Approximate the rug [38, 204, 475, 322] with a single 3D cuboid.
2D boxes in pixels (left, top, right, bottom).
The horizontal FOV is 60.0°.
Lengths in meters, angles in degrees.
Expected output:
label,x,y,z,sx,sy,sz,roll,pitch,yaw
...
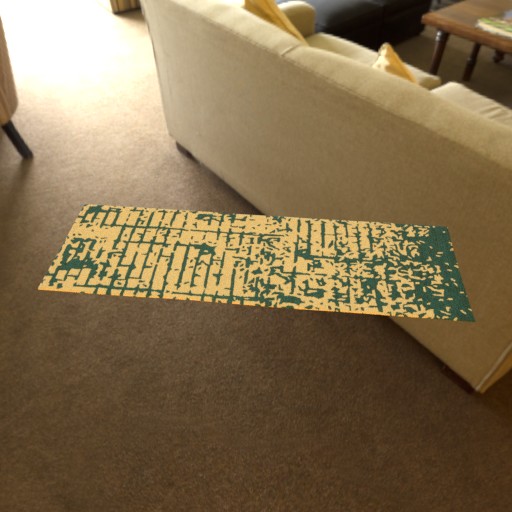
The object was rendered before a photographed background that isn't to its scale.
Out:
label,x,y,z,sx,sy,sz,roll,pitch,yaw
rug,0.000,0.000,2.709,2.435,0.011,0.750,4,47,4
